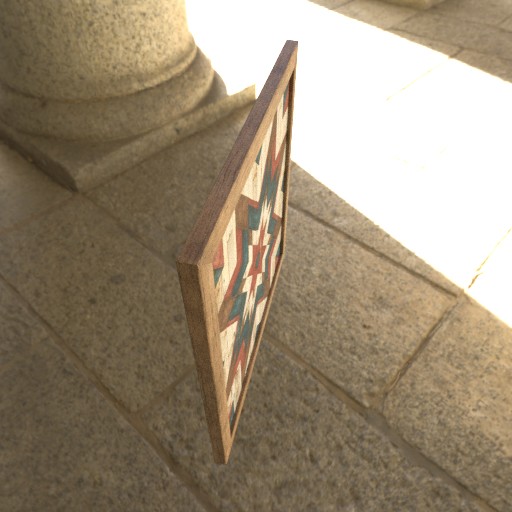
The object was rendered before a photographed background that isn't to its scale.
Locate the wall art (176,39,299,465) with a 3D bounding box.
[{"bbox_3d":[0.000,0.000,1.009,0.029,0.691,0.695,10,48,9],"label":"wall art"}]
